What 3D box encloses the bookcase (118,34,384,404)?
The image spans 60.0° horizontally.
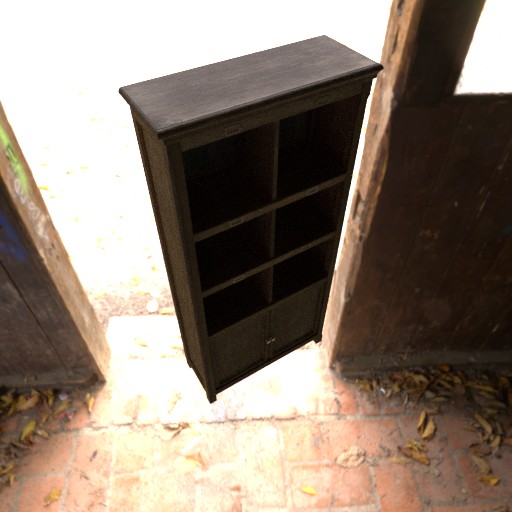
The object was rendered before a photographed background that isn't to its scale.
[{"bbox_3d":[0.000,0.000,2.262,0.906,1.880,0.348,-24,51,-21],"label":"bookcase"}]
